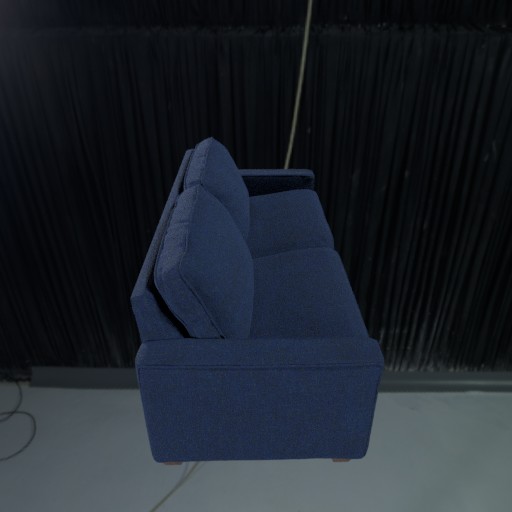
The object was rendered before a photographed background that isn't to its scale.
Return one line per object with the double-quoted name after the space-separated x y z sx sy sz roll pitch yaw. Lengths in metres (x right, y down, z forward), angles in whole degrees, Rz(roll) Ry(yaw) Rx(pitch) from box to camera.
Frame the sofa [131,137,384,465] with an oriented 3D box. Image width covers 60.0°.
0.000 0.000 2.529 0.940 0.919 2.080 -1 30 -1 "sofa"
